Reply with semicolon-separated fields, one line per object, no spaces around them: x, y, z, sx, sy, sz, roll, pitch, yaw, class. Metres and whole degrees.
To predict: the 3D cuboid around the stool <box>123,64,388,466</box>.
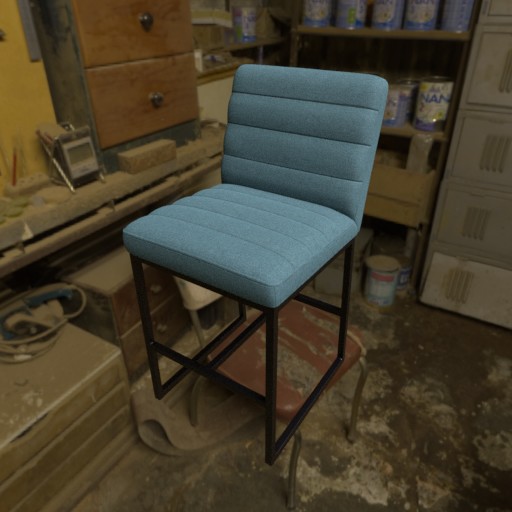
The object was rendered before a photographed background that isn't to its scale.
0.000;0.000;1.259;0.460;0.940;0.560;18;35;28;stool
